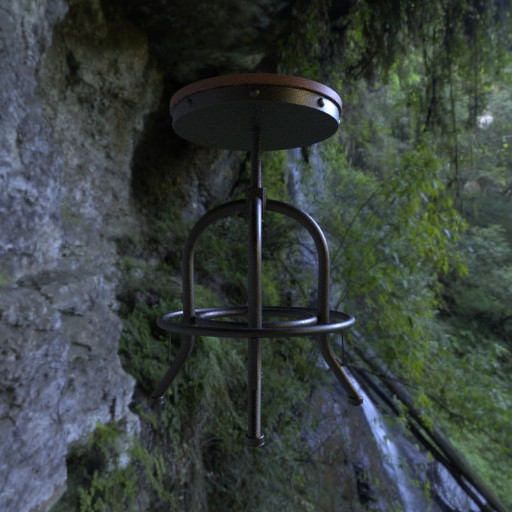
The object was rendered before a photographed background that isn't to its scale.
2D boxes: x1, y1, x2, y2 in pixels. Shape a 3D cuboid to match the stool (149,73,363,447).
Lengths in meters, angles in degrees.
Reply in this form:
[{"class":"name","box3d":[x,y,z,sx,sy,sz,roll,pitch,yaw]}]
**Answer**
[{"class":"stool","box3d":[0.000,0.000,0.913,0.439,0.609,0.439,0,-1,1]}]
